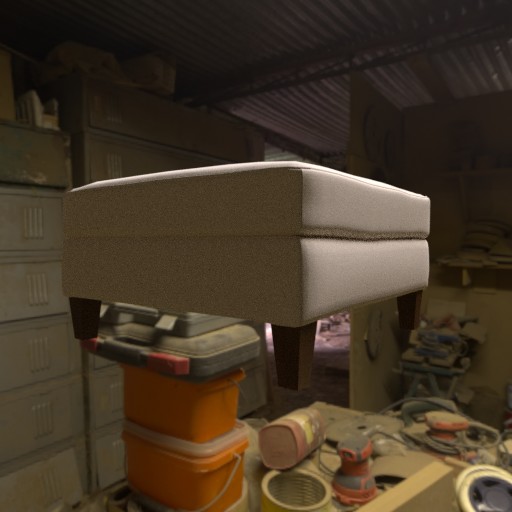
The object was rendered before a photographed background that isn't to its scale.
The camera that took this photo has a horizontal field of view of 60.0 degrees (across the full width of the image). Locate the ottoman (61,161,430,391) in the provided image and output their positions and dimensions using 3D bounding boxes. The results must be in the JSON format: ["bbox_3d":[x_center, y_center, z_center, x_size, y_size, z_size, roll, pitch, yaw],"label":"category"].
[{"bbox_3d":[0.000,0.000,1.375,0.838,0.479,0.838,1,2,36],"label":"ottoman"}]
